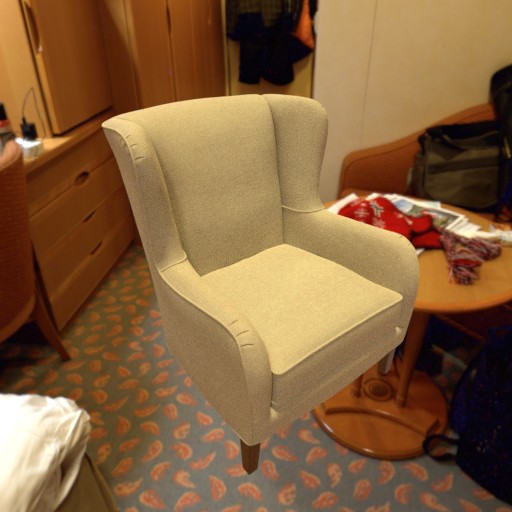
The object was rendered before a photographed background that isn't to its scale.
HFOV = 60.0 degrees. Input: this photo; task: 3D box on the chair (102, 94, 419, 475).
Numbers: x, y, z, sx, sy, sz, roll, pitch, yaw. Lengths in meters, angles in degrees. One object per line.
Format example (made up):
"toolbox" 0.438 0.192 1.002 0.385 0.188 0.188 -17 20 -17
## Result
"chair" 0.000 0.000 1.711 0.838 1.040 0.966 -22 37 -33
